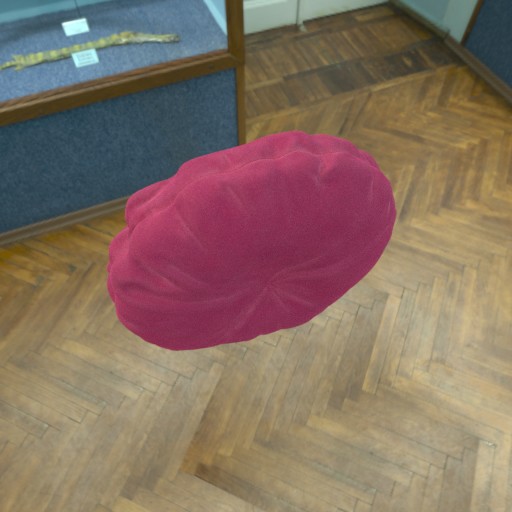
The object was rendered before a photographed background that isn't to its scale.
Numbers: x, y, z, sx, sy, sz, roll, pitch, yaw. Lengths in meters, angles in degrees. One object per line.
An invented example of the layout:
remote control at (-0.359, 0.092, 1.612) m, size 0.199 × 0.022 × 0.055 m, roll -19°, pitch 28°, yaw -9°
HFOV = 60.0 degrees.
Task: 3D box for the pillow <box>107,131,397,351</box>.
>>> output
pillow at (0.000, 0.000, 0.641) m, size 0.428 × 0.407 × 0.148 m, roll -17°, pitch 59°, yaw -11°
